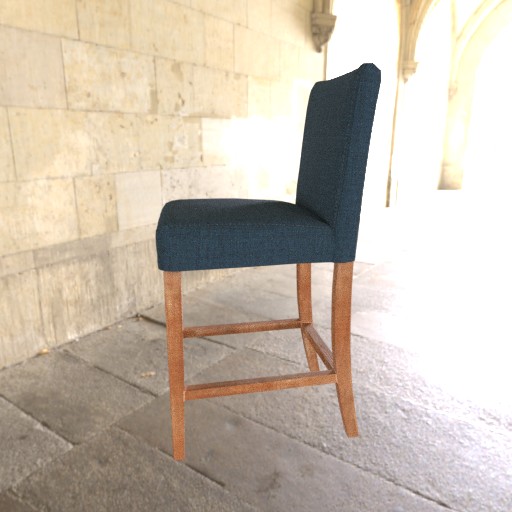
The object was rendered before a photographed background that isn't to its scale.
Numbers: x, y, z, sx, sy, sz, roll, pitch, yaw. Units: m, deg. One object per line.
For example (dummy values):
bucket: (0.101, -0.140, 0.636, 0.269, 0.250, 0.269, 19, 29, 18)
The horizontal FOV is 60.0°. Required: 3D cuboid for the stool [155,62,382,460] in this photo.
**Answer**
stool: (0.000, 0.000, 1.337, 0.567, 1.039, 0.454, -3, 15, -9)
